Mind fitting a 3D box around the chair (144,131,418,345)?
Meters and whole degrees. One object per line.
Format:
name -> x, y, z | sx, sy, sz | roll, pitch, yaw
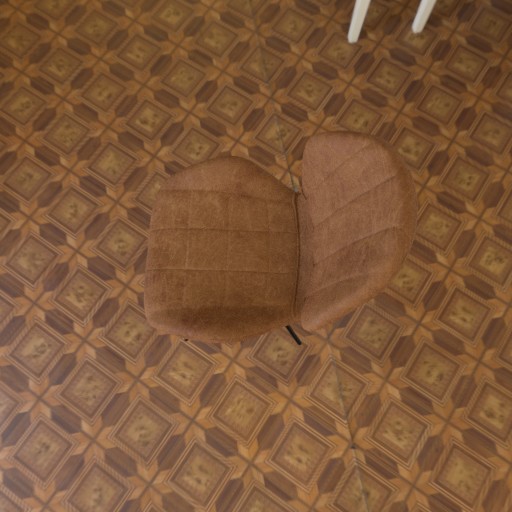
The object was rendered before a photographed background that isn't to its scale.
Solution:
chair -> 0.000, 0.000, 1.310 | 0.640, 0.929, 0.527 | 2, 75, 1
